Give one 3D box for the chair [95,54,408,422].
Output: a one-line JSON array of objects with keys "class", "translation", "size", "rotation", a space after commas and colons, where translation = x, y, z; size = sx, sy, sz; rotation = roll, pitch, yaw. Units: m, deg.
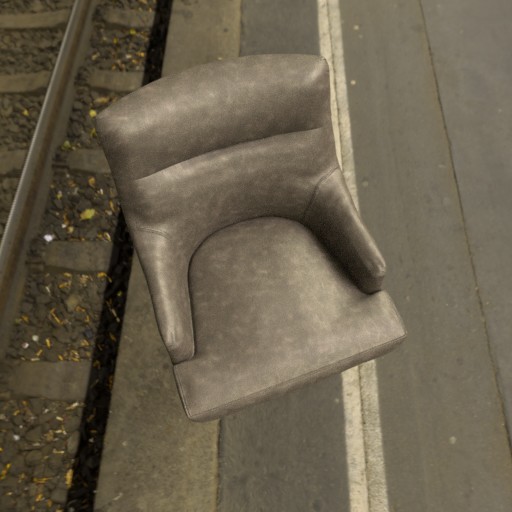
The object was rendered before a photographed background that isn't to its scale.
[{"class": "chair", "translation": [0.000, 0.000, 1.470], "size": [0.738, 0.870, 0.874], "rotation": [-18, 65, -9]}]
